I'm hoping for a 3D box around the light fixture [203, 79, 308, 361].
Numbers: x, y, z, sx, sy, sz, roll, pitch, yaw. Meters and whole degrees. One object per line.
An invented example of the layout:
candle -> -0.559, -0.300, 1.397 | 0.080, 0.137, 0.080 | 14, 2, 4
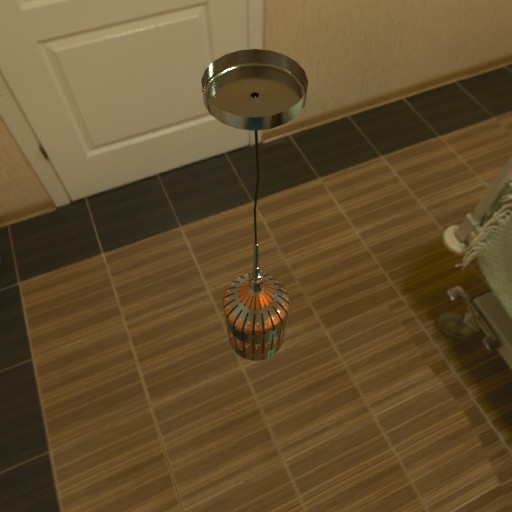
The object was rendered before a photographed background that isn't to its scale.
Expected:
light fixture -> 0.000, 0.000, 1.682 | 0.303, 1.535, 0.303 | 0, 58, 0
